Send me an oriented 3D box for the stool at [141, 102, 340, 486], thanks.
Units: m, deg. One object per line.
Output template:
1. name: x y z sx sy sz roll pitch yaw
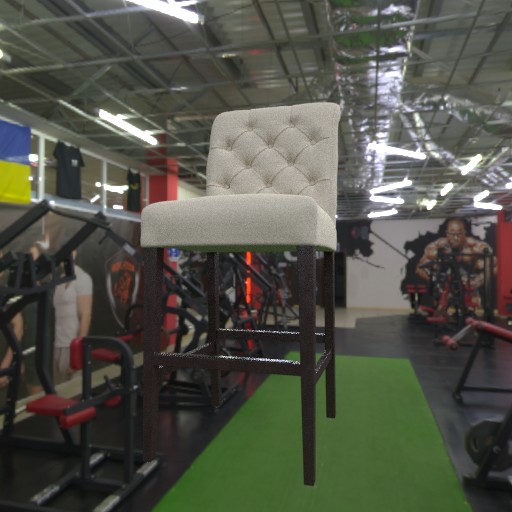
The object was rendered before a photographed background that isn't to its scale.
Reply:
1. stool: 0.000 0.000 1.409 0.482 1.118 0.610 0 -1 17
